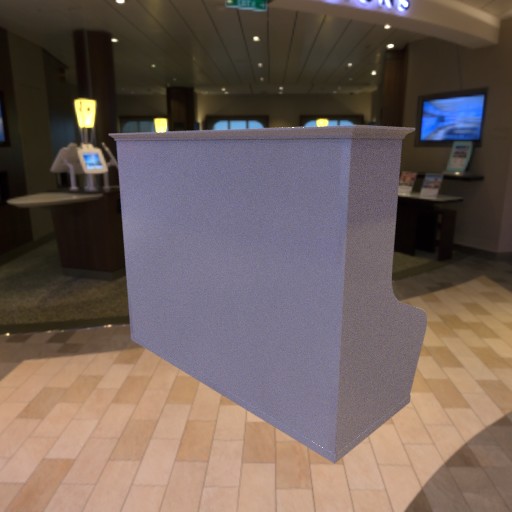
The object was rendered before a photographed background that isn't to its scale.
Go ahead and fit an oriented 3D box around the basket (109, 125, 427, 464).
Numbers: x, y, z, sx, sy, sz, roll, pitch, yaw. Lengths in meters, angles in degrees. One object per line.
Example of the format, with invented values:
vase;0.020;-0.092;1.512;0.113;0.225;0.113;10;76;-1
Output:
basket;0.000;0.000;1.115;0.350;0.600;0.780;-13;19;-43
